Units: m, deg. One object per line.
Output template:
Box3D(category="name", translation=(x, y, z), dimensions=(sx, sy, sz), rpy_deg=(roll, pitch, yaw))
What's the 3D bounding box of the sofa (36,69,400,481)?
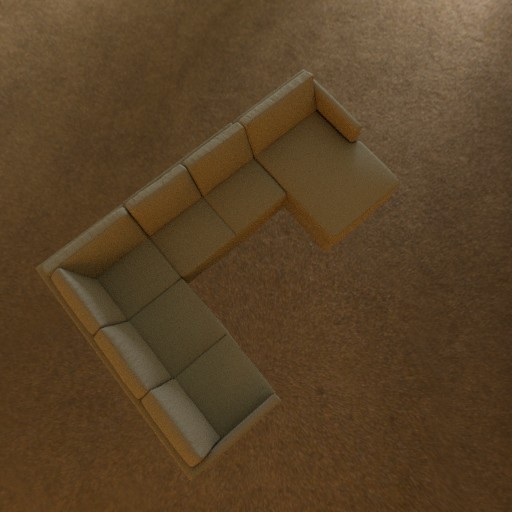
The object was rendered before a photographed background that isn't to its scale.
Box3D(category="sofa", translation=(0.000, 0.000, 4.485), dimensions=(3.460, 0.882, 2.427), rpy_deg=(-39, 78, -10))
